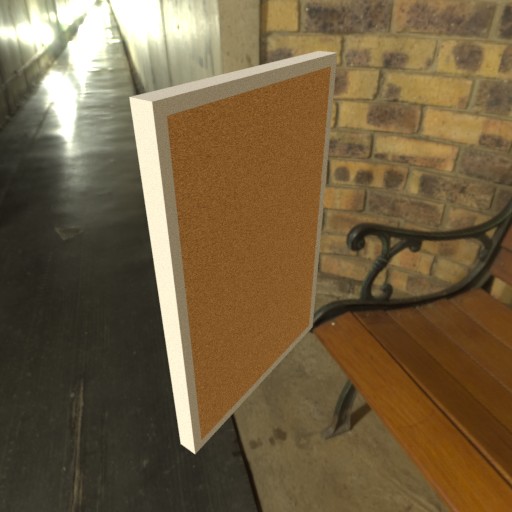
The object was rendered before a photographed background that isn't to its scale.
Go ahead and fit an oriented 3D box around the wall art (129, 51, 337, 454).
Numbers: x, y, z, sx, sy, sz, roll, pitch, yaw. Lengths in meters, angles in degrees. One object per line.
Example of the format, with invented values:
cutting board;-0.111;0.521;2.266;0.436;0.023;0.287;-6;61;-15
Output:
wall art;0.000;0.000;0.837;0.038;0.657;0.450;21;38;30
